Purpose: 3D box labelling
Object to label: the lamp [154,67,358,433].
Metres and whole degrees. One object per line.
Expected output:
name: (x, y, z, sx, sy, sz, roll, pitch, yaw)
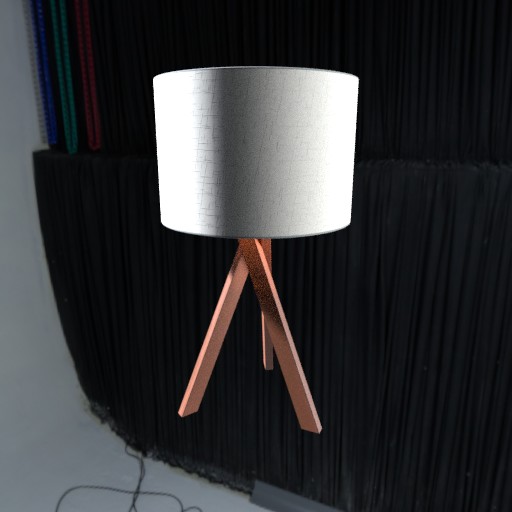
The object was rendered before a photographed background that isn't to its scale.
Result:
lamp: (0.000, 0.000, 0.931, 0.380, 0.686, 0.380, 7, 17, 25)
